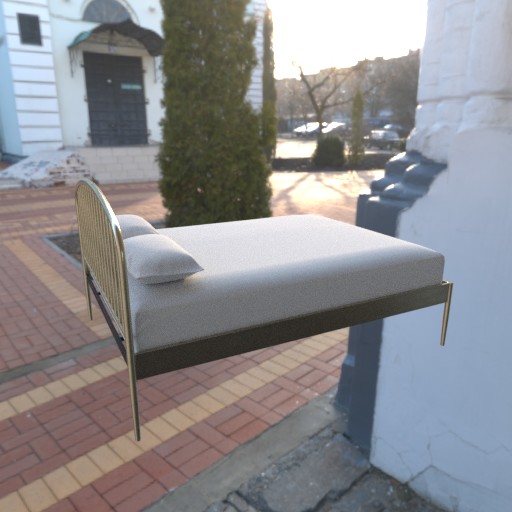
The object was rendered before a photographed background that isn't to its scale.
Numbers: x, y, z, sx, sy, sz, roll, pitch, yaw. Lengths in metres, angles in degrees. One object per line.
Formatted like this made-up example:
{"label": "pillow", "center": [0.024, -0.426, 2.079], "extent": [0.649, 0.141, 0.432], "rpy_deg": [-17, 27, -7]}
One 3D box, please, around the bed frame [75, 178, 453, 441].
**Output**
{"label": "bed frame", "center": [0.000, 0.000, 3.136], "extent": [2.152, 1.175, 1.612], "rpy_deg": [-8, 18, -26]}
